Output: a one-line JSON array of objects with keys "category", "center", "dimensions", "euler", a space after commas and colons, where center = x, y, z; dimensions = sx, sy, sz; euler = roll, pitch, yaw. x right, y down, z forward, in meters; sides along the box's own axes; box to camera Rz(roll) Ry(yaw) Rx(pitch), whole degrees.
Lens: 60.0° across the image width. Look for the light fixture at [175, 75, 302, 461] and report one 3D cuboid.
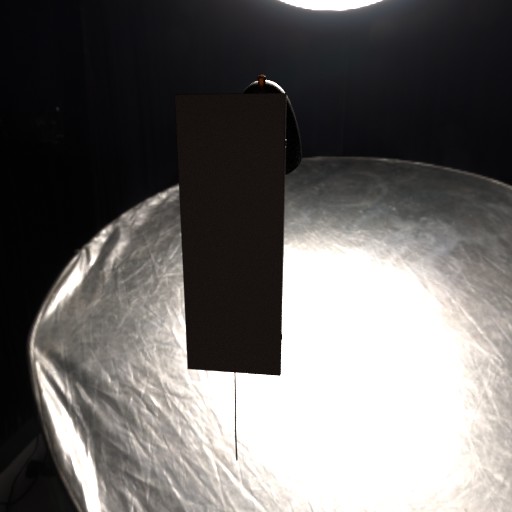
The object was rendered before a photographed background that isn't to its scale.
[{"category": "light fixture", "center": [0.000, 0.000, 0.914], "dimensions": [0.162, 0.715, 0.499], "euler": [2, 16, 8]}]
